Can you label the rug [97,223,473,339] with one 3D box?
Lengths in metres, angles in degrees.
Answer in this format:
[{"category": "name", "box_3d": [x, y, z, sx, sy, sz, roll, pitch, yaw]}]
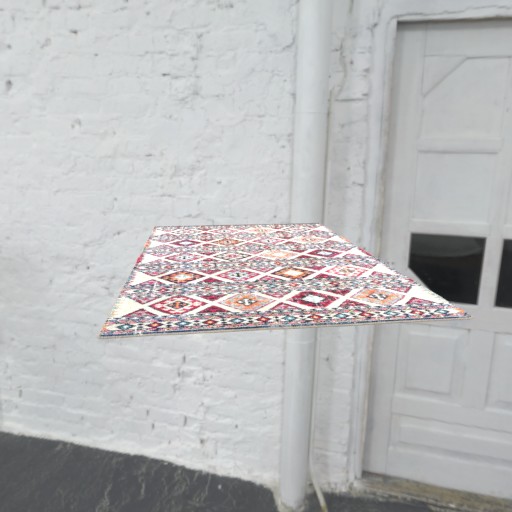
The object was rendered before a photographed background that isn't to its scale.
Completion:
[{"category": "rug", "box_3d": [0.000, 0.000, 2.939, 1.545, 0.010, 2.440, -2, 14, -7]}]
